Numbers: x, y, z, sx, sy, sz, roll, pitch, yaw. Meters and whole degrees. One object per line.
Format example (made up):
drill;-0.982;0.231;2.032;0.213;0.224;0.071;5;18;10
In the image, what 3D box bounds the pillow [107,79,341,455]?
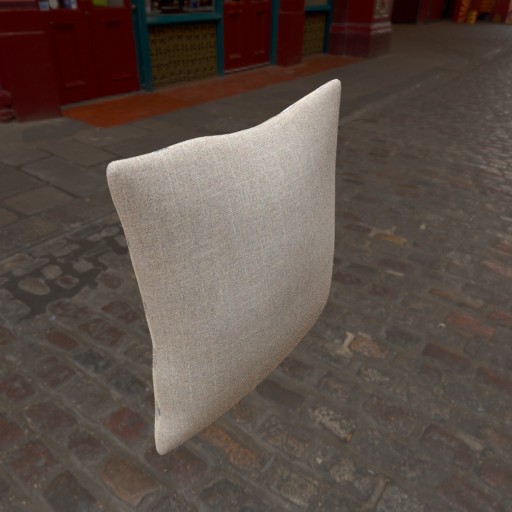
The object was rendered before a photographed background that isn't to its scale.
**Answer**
pillow;0.000;0.000;0.842;0.192;0.558;0.578;22;38;31
